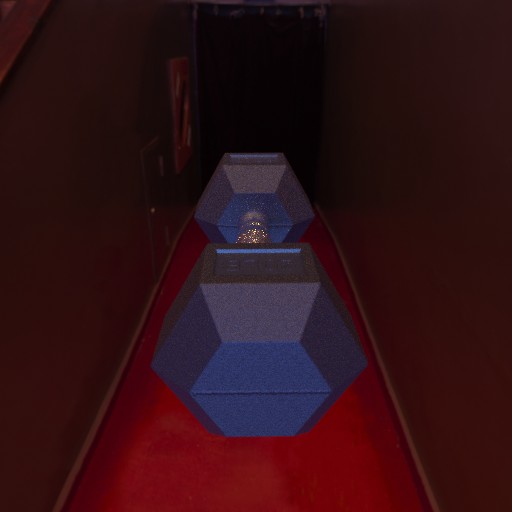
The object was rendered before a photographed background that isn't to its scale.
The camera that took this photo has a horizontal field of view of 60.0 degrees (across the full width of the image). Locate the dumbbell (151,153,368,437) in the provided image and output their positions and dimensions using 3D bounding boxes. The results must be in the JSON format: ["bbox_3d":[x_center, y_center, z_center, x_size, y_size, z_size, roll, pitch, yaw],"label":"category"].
[{"bbox_3d":[0.000,0.000,0.320,0.106,0.092,0.272,0,27,-1],"label":"dumbbell"}]
